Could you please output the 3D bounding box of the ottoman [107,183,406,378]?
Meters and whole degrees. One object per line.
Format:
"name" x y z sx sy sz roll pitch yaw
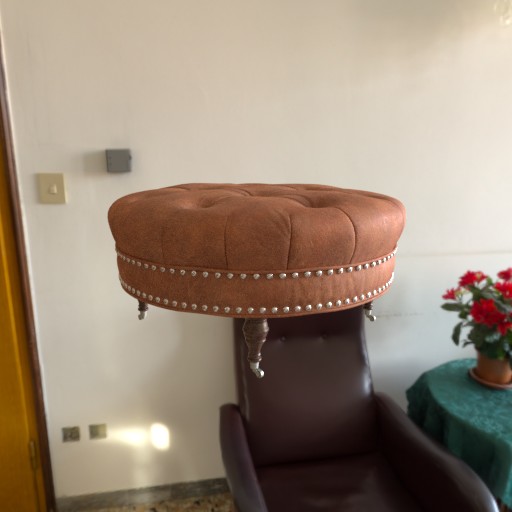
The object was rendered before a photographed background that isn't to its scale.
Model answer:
"ottoman" 0.000 0.000 1.421 0.901 0.444 0.901 0 13 0
